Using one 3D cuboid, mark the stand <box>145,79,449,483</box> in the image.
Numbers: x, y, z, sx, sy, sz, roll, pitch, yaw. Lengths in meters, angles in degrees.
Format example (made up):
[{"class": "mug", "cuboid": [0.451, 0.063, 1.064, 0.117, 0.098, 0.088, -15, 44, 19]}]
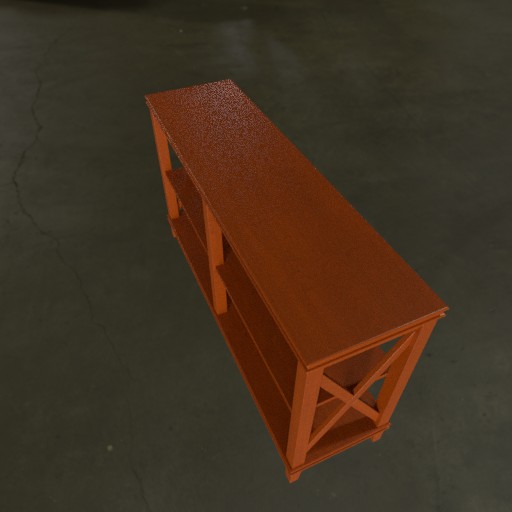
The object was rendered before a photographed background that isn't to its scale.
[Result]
[{"class": "stand", "cuboid": [0.000, 0.000, 1.696, 0.381, 0.762, 1.372, -18, 48, -17]}]
